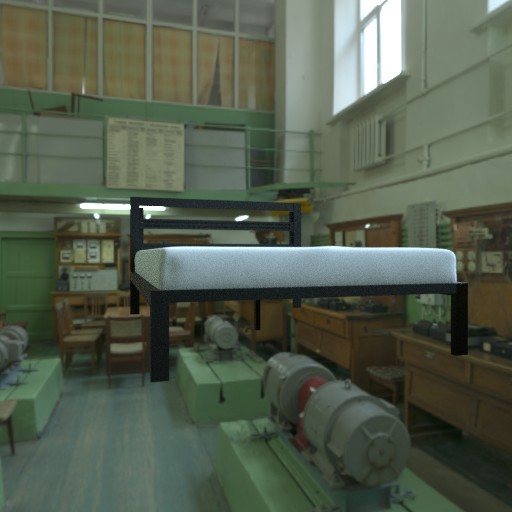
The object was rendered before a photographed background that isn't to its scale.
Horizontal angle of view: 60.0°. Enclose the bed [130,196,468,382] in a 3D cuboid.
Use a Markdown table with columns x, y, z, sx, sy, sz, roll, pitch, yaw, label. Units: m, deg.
| x | y | z | sx | sy | sz | roll | pitch | yaw | label |
| --- | --- | --- | --- | --- | --- | --- | --- | --- | --- |
| 0.000 | 0.000 | 2.925 | 1.524 | 0.967 | 2.062 | 0 | 0 | -18 | bed |
